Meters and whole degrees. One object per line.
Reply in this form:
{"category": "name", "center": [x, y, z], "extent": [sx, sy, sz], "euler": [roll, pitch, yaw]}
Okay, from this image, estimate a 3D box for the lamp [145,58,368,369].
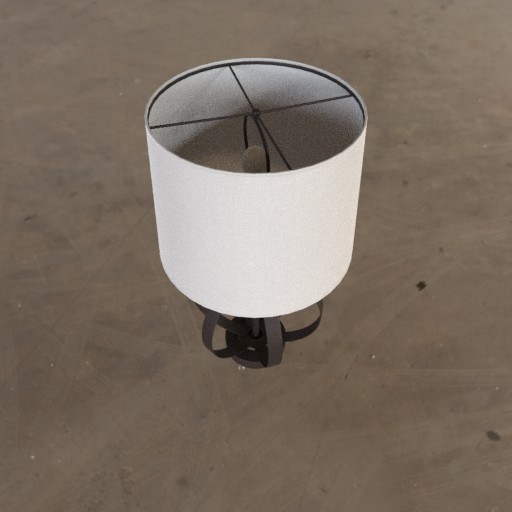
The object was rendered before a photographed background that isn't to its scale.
{"category": "lamp", "center": [0.000, 0.000, 0.696], "extent": [0.286, 0.510, 0.286], "euler": [0, 48, 0]}
